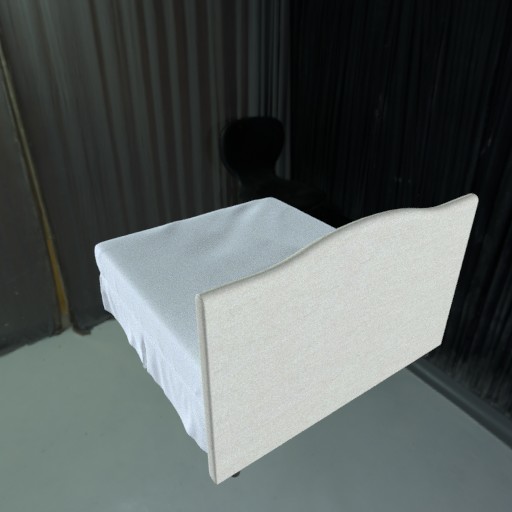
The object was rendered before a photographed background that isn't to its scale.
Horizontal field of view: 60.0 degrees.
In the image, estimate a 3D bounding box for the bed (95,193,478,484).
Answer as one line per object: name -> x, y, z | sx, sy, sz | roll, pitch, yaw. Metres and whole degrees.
bed -> 0.000, 0.000, 3.463 | 2.083, 1.421, 2.182 | -19, 34, -30
